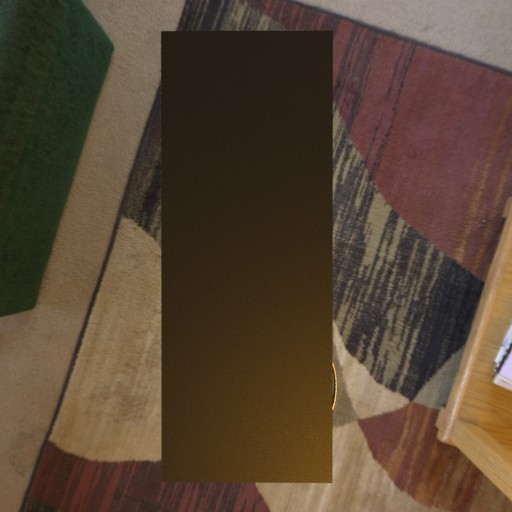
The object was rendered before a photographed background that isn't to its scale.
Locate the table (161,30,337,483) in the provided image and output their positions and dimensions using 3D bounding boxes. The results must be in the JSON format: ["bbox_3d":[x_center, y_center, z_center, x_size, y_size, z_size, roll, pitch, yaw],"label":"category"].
[{"bbox_3d":[0.000,0.000,1.307,0.380,0.790,0.930,0,90,1],"label":"table"}]
